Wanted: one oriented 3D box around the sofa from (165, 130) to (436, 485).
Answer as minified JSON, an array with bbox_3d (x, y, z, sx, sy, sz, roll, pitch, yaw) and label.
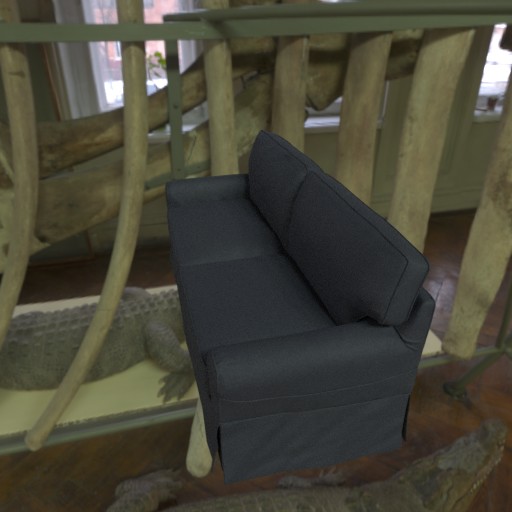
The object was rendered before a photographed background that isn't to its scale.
[{"bbox_3d":[0.000,0.000,2.770,0.983,1.094,2.256,-8,30,-13],"label":"sofa"}]
